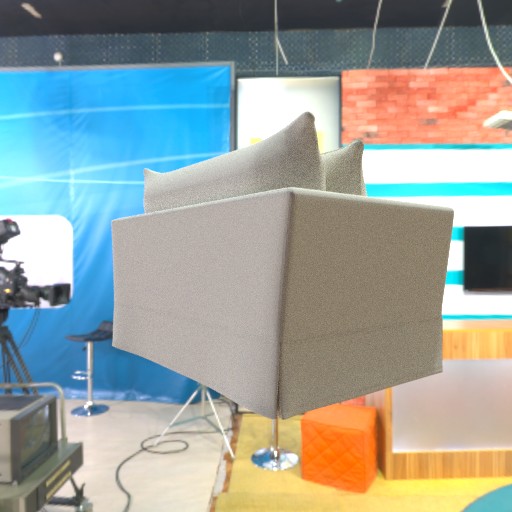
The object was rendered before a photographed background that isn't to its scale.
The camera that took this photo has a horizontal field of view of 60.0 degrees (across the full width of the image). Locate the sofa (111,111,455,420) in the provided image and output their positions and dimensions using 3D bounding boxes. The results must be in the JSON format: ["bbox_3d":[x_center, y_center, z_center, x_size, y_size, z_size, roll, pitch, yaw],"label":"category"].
[{"bbox_3d":[0.000,0.000,2.284,1.026,1.039,1.608,0,0,-37],"label":"sofa"}]
